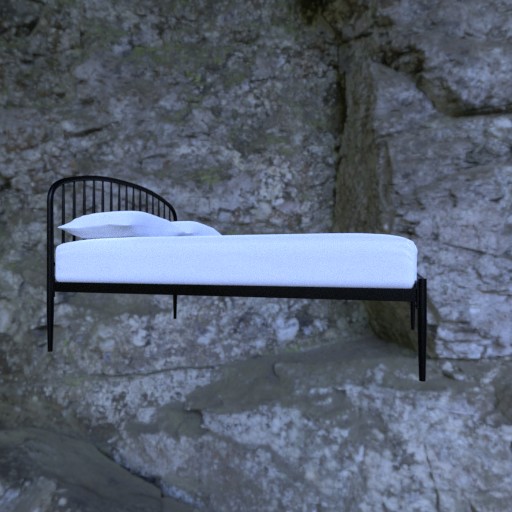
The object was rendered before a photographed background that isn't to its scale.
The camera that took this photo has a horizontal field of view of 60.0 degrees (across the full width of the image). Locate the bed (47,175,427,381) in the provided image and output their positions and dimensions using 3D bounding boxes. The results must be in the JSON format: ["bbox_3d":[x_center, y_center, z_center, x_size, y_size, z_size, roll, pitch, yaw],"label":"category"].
[{"bbox_3d":[0.000,0.000,3.116,2.159,1.166,1.618,0,-1,18],"label":"bed"}]
